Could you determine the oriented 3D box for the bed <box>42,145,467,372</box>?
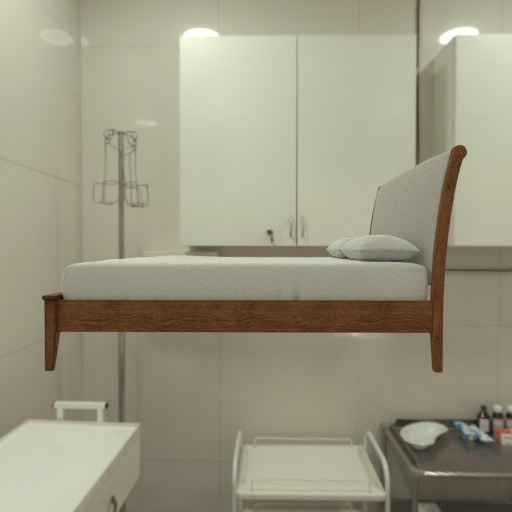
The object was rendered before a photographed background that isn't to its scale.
[{"bbox_3d":[0.000,0.000,2.934,2.108,1.135,1.502,0,1,1],"label":"bed"}]
